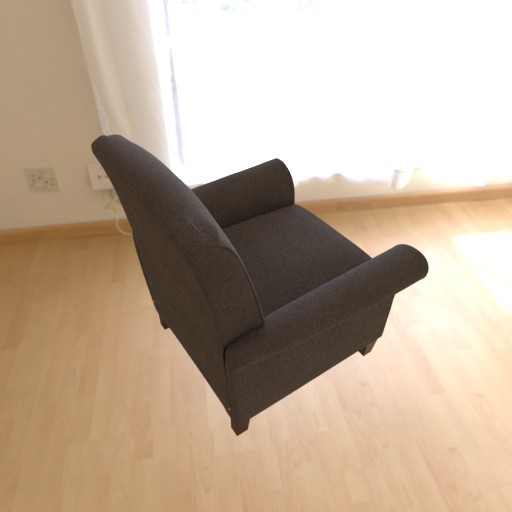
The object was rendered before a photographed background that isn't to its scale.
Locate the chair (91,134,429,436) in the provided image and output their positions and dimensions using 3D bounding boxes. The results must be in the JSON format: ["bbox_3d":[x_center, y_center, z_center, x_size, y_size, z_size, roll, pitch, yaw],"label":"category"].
[{"bbox_3d":[0.000,0.000,1.785,0.905,1.061,0.978,-24,45,-26],"label":"chair"}]
